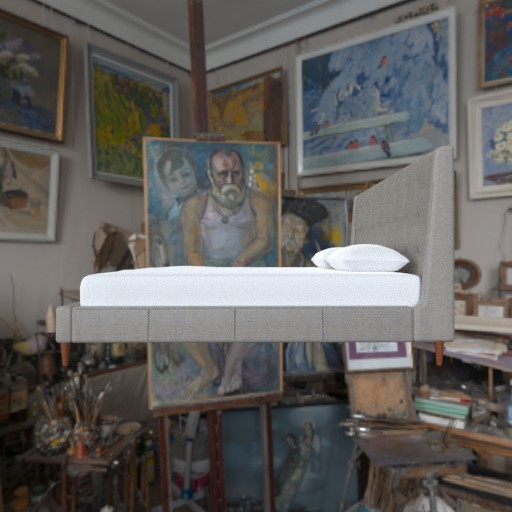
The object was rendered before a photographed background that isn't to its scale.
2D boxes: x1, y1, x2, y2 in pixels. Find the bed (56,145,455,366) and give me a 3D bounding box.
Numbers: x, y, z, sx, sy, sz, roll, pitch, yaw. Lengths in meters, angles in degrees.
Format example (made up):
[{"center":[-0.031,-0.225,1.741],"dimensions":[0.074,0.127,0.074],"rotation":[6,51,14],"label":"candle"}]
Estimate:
[{"center":[0.000,0.000,3.594],"dimensions":[2.342,1.289,2.062],"rotation":[0,0,-1],"label":"bed"}]
